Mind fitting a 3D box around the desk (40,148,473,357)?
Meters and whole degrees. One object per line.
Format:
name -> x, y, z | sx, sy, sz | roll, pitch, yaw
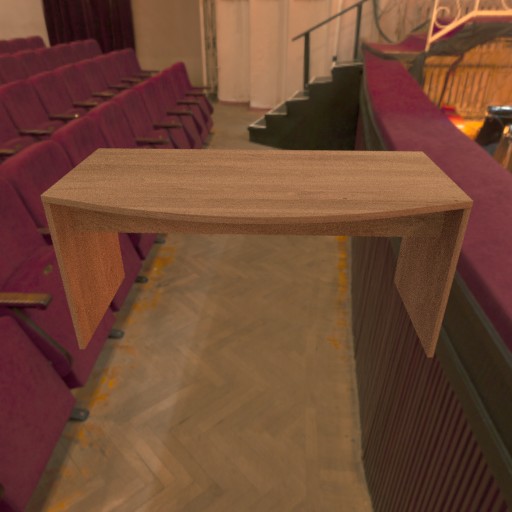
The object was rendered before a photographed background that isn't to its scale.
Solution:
desk -> 0.000, 0.000, 2.024 | 1.600, 0.752, 0.802 | 1, 29, 2
